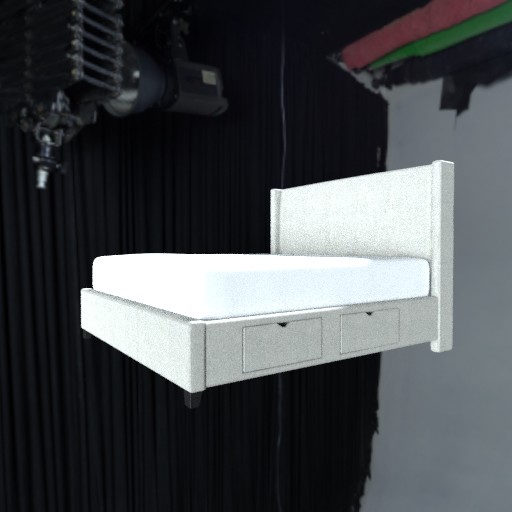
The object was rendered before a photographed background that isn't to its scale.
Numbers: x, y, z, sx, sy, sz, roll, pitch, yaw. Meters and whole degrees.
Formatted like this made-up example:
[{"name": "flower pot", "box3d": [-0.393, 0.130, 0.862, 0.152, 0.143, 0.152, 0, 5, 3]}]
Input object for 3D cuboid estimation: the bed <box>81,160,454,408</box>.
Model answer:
[{"name": "bed", "box3d": [0.000, 0.000, 3.678, 2.280, 1.470, 2.140, -1, 2, -35]}]
